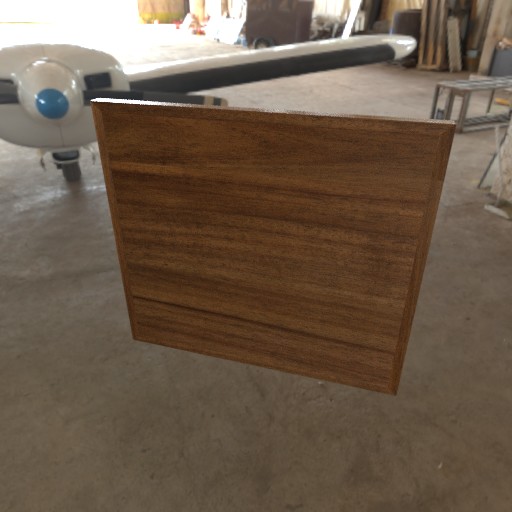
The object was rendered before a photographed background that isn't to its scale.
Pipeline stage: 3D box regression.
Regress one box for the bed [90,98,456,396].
[{"bbox_3d":[0.000,0.000,1.469,1.041,0.940,0.043,9,31,14],"label":"bed"}]
